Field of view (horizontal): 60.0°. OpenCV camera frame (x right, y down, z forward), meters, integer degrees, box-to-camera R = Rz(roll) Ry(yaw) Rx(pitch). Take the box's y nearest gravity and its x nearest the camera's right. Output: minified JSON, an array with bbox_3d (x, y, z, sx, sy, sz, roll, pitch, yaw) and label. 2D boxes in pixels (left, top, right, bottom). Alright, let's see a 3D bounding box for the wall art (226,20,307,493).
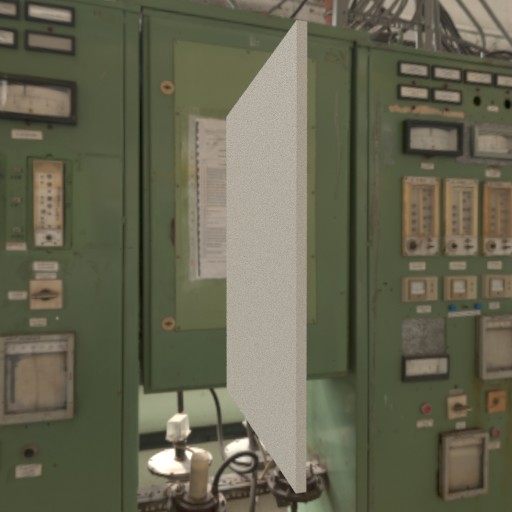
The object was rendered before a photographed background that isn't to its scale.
[{"bbox_3d":[0.000,0.000,0.684,0.013,0.533,0.381,0,1,-16],"label":"wall art"}]
